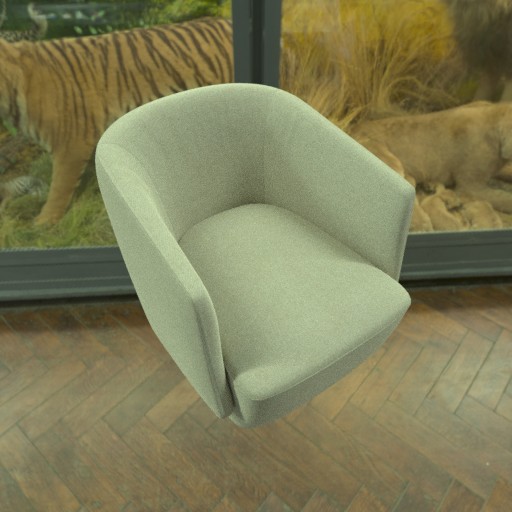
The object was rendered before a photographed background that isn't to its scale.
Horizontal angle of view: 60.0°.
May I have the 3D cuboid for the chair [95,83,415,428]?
[{"bbox_3d":[0.000,0.000,1.595,0.822,0.861,0.986,-26,50,-24],"label":"chair"}]
